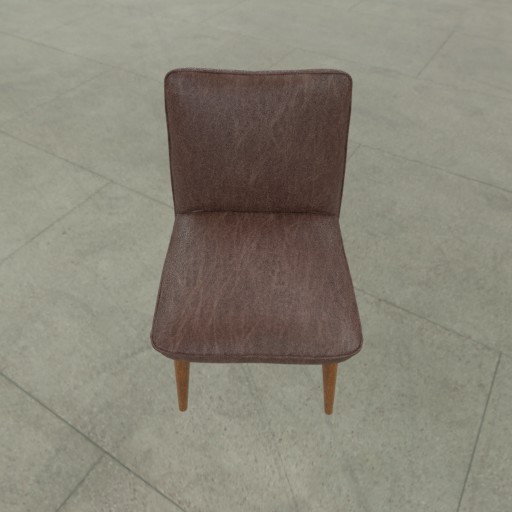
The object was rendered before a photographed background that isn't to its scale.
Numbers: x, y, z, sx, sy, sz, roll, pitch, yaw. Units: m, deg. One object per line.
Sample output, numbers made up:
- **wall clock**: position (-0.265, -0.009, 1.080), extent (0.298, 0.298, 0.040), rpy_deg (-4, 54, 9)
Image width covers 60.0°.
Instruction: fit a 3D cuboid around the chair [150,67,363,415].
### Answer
- **chair**: position (0.000, 0.000, 1.230), extent (0.543, 0.803, 0.645), rpy_deg (-3, 47, -2)
